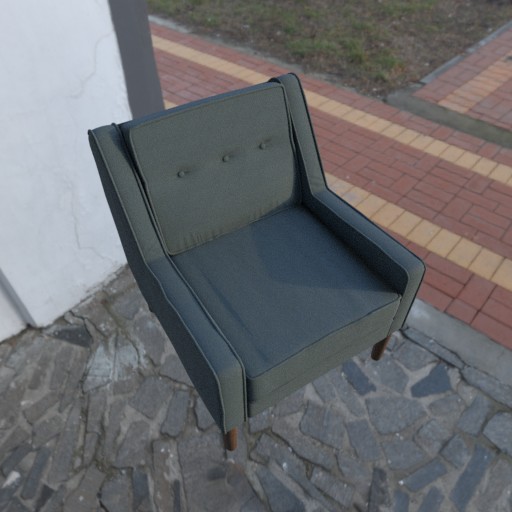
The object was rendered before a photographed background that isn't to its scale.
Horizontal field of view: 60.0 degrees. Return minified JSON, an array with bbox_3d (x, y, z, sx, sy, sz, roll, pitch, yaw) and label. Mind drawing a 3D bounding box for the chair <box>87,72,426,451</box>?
[{"bbox_3d":[0.000,0.000,1.345,0.663,0.780,0.733,-24,51,-21],"label":"chair"}]
